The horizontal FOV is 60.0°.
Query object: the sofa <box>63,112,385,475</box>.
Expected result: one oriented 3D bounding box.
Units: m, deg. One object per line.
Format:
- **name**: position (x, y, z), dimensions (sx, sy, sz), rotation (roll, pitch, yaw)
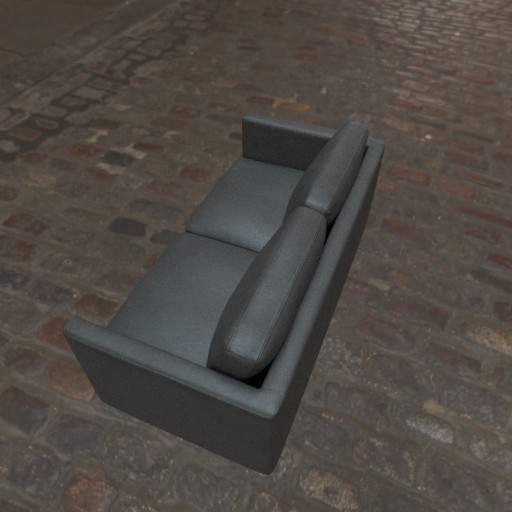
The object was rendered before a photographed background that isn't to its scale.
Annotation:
- **sofa**: position (0.000, 0.000, 2.425), dimensions (0.951, 0.933, 1.883), rotation (17, 49, 15)
